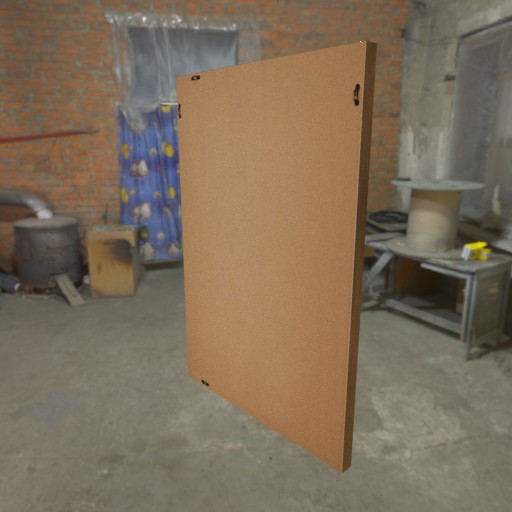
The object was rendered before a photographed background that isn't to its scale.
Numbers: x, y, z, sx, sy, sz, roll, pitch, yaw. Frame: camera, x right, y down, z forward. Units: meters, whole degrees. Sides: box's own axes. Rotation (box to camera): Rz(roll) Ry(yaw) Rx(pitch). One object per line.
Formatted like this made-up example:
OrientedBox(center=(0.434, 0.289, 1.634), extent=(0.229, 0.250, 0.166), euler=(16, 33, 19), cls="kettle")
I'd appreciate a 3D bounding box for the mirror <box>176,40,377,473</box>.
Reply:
OrientedBox(center=(0.000, 0.000, 1.132), extent=(0.041, 0.915, 0.609), euler=(-13, 19, -42), cls="mirror")
